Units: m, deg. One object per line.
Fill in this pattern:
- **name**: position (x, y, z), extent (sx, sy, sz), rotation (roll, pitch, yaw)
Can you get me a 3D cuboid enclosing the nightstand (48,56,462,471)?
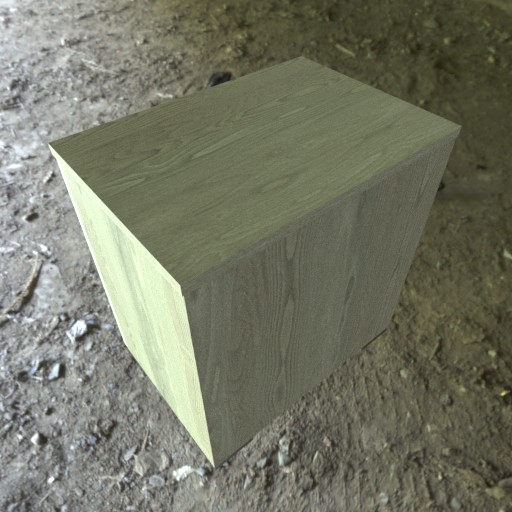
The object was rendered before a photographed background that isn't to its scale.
- **nightstand**: position (0.000, 0.000, 0.743), extent (0.442, 0.461, 0.325), rotation (-30, 52, -27)
